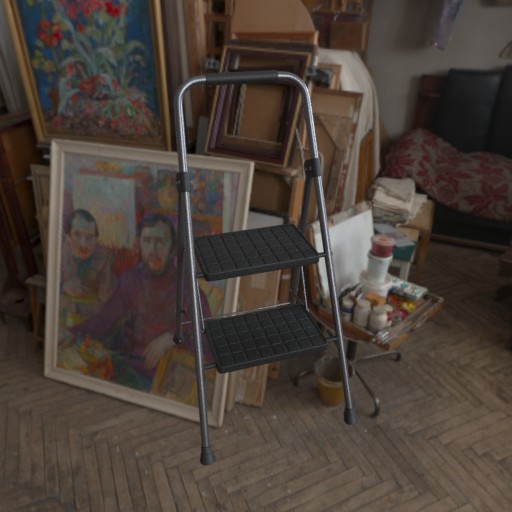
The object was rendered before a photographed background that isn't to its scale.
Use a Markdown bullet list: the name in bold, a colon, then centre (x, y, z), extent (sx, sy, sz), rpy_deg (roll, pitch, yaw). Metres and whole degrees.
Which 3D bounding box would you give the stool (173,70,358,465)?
- **stool**: centre (0.000, 0.000, 1.165), extent (0.450, 0.872, 0.514), rpy_deg (-9, 32, -15)
